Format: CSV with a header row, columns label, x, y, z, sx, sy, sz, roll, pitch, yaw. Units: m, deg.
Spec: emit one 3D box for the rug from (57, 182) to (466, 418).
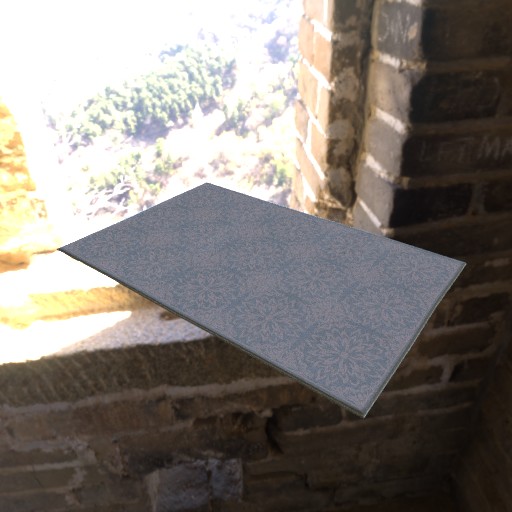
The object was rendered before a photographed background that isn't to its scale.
label,x,y,z,sx,sy,sz,roll,pitch,yaw
rug,0.000,0.000,3.553,2.746,0.018,1.819,22,38,31
